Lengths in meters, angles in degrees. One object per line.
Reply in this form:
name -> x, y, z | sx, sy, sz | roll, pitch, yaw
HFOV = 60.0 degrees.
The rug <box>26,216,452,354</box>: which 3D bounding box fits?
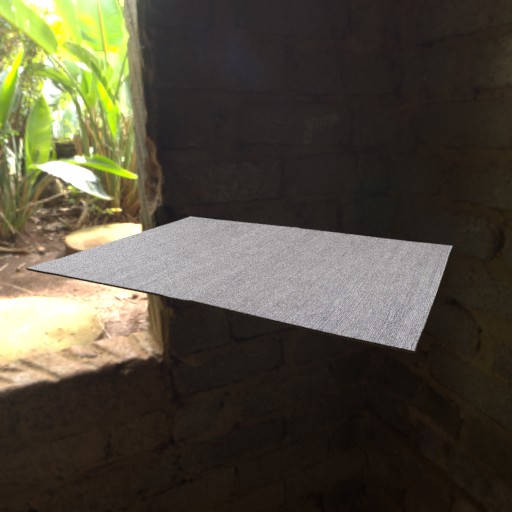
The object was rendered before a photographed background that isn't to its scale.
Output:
rug -> 0.000, 0.000, 4.118 | 3.202, 0.045, 2.434 | 8, 19, 26
